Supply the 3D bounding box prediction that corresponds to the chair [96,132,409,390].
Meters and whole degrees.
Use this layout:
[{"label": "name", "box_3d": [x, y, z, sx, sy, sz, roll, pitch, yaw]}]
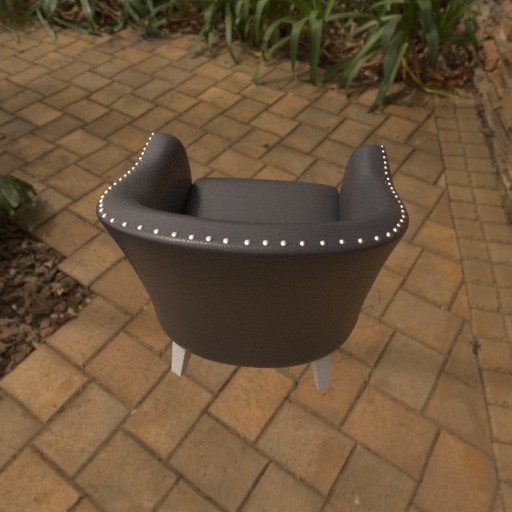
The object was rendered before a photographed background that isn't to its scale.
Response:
[{"label": "chair", "box_3d": [0.000, 0.000, 1.405, 0.794, 0.823, 0.748, 4, 46, 4]}]
